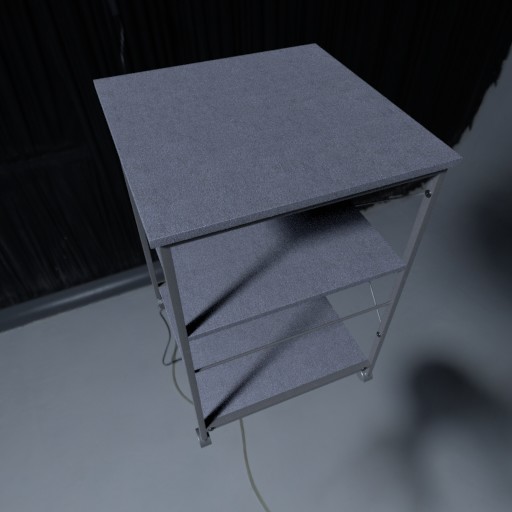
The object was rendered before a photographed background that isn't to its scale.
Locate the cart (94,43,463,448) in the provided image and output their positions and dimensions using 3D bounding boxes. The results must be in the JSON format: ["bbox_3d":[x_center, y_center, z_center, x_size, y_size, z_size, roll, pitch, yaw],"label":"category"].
[{"bbox_3d":[0.000,0.000,1.099,0.520,0.762,0.521,-16,48,-15],"label":"cart"}]
